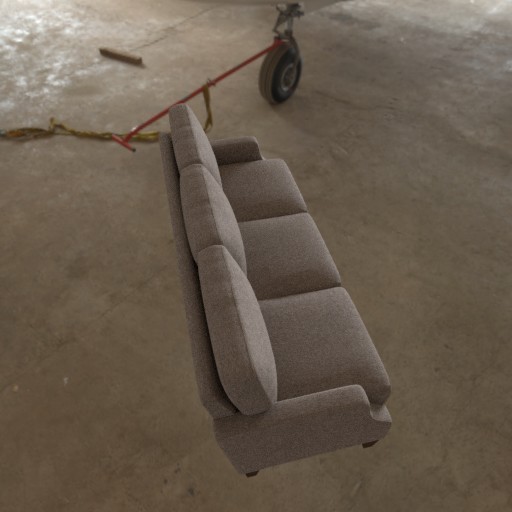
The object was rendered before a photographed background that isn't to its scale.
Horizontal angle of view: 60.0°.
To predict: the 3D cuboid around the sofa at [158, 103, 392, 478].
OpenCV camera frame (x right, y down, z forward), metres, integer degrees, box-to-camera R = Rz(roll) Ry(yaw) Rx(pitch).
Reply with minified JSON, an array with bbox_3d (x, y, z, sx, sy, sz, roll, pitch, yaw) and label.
[{"bbox_3d":[0.000,0.000,2.589,0.888,0.984,2.115,-10,48,-9],"label":"sofa"}]
